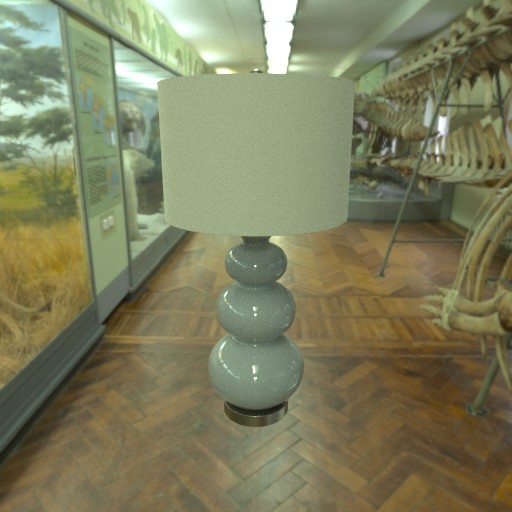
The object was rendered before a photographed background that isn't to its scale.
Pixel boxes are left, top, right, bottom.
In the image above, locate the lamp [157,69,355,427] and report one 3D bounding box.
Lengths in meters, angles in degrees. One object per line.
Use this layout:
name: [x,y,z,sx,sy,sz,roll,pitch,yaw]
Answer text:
lamp: [0.000,0.000,0.933,0.367,0.730,0.367,-8,18,-27]
